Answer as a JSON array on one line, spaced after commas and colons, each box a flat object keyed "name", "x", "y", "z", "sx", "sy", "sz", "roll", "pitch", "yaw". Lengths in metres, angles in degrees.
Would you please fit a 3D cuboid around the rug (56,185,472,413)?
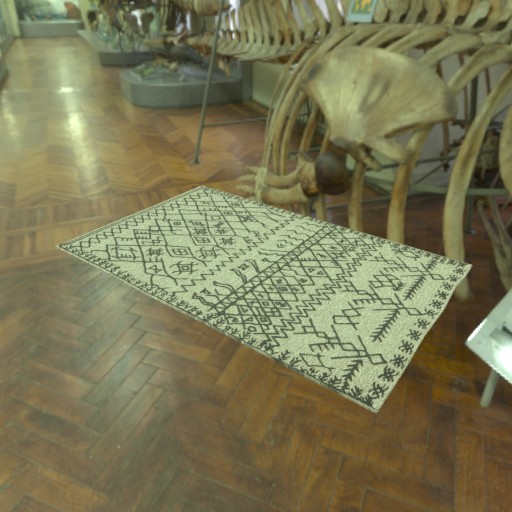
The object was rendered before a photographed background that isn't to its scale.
[{"name": "rug", "x": 0.000, "y": 0.000, "z": 4.777, "sx": 3.824, "sy": 0.019, "sz": 2.393, "roll": 21, "pitch": 36, "yaw": 32}]
